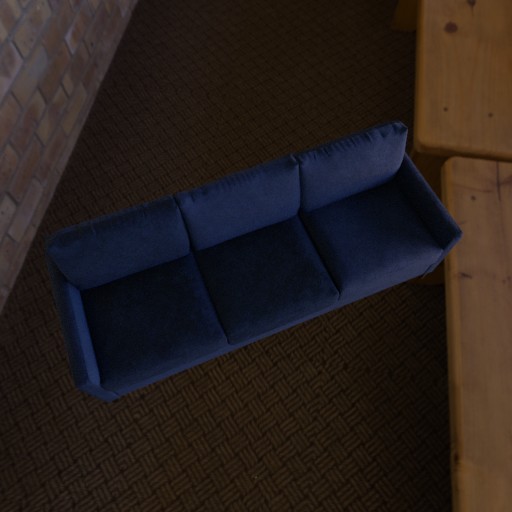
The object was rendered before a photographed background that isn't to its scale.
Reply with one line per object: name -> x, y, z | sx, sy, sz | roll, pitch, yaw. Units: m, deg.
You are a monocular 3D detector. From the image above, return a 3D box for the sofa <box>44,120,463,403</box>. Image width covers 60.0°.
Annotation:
sofa -> 0.000, 0.000, 2.650 | 2.252, 0.879, 0.875 | -20, 65, -10
